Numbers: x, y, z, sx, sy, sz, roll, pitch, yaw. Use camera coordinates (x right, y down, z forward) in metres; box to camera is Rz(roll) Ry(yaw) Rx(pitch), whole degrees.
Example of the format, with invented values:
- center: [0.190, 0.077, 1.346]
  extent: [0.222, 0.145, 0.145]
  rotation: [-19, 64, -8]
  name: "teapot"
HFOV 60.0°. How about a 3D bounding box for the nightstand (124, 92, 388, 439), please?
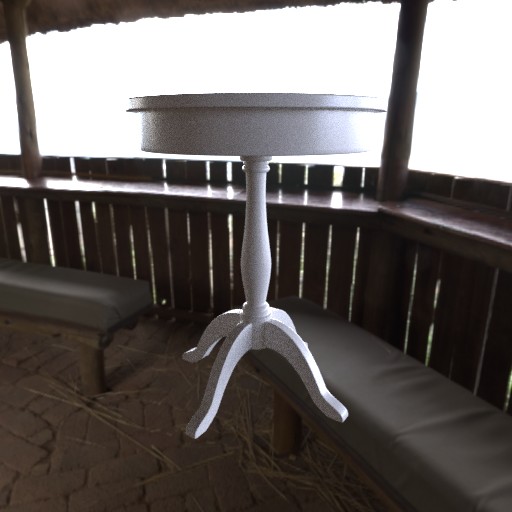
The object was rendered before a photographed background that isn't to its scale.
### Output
- center: [0.000, 0.000, 0.988]
  extent: [0.513, 0.653, 0.513]
  rotation: [15, 22, 42]
  name: "nightstand"
